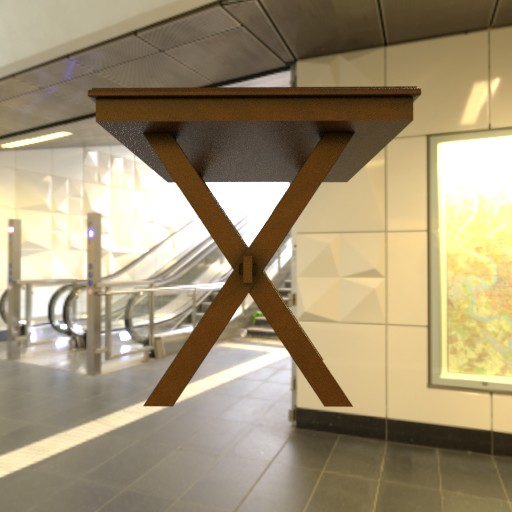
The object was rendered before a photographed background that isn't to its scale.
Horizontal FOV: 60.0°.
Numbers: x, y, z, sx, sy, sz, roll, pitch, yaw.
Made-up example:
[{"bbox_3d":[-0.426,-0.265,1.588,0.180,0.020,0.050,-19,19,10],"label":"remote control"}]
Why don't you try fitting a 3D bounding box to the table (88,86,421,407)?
[{"bbox_3d":[0.000,0.000,1.041,0.560,0.562,0.602,0,-1,1],"label":"table"}]
